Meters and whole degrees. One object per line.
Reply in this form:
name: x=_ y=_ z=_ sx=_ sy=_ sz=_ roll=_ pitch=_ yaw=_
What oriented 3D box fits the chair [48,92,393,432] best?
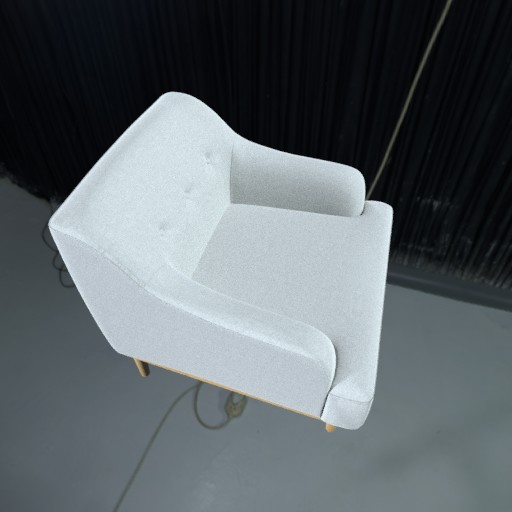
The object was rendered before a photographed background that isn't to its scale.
chair: x=0.000 y=0.000 z=1.623 sx=0.951 sy=0.818 sz=0.946 roll=11 pitch=47 yaw=11
